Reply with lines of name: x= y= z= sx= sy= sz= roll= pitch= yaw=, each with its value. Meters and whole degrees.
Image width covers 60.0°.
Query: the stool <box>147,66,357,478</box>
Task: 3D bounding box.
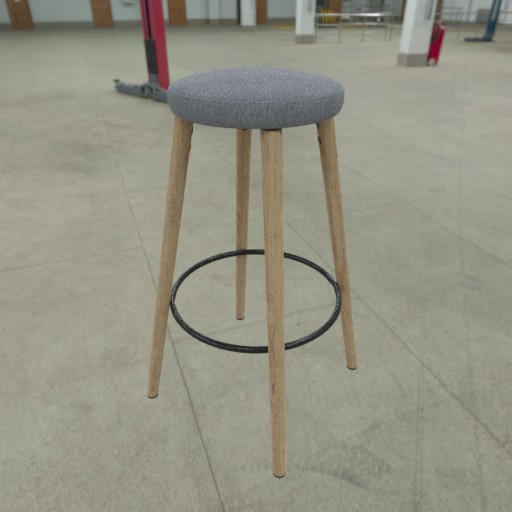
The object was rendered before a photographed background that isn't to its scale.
stool: x=0.000 y=0.000 z=0.988 sx=0.410 sy=0.770 sz=0.410 roll=19 pitch=36 yaw=29
